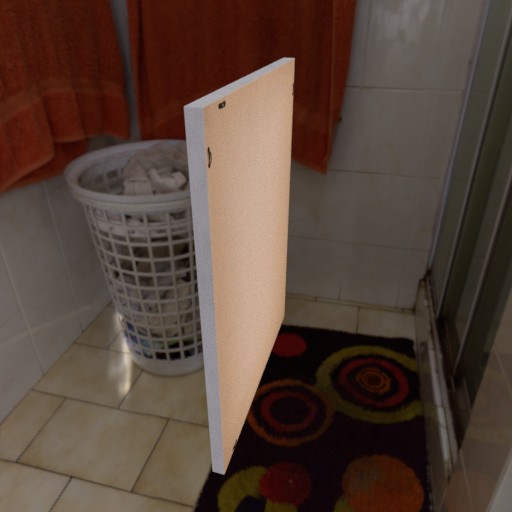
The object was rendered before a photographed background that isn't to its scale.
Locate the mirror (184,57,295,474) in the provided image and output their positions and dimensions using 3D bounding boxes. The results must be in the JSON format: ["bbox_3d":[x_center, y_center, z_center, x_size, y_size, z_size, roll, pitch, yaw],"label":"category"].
[{"bbox_3d":[0.000,0.000,1.332,0.041,1.016,0.762,8,31,14],"label":"mirror"}]
